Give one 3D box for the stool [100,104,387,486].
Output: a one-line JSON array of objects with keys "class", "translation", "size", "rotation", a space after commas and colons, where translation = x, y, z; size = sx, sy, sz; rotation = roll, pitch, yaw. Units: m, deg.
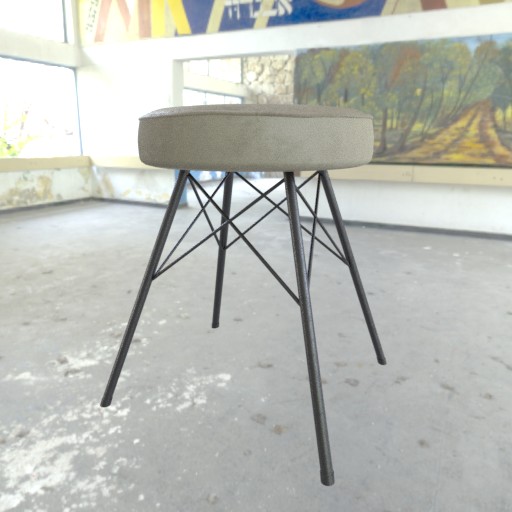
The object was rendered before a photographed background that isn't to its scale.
[{"class": "stool", "translation": [0.000, 0.000, 0.851], "size": [0.457, 0.538, 0.423], "rotation": [7, 17, 26]}]
